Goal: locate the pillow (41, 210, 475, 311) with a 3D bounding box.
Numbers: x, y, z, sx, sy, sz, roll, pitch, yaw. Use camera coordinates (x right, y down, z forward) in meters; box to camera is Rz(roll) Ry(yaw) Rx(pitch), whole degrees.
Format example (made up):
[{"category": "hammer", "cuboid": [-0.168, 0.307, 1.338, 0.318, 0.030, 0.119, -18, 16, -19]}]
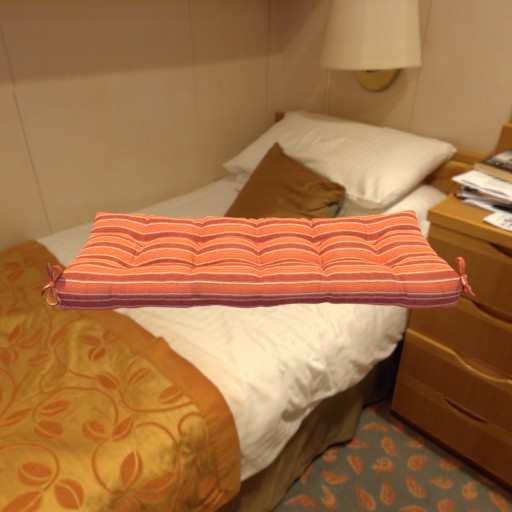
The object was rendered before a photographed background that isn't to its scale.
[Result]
[{"category": "pillow", "cuboid": [0.000, 0.000, 1.361, 1.194, 0.174, 0.511, -1, 30, -1]}]
